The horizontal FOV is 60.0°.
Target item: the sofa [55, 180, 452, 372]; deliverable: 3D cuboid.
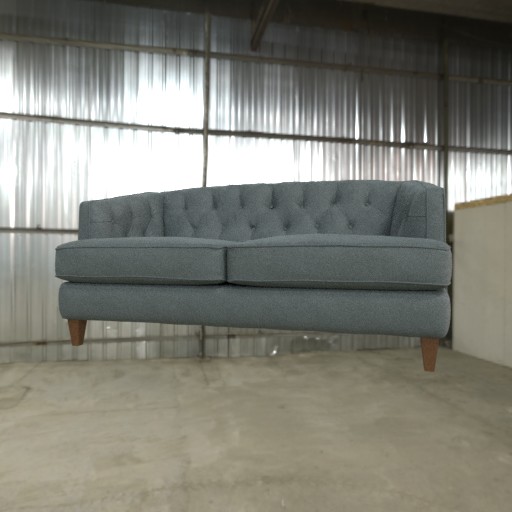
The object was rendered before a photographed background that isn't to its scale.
[{"bbox_3d":[0.000,0.000,2.239,1.733,0.855,0.941,0,1,17],"label":"sofa"}]
